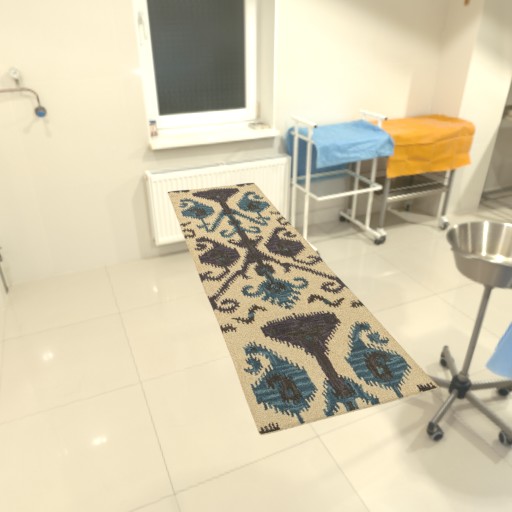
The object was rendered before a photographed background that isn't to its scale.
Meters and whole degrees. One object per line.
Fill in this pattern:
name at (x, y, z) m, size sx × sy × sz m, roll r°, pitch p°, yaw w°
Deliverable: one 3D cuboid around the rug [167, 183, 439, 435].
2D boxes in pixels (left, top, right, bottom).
rug at (0.000, 0.000, 2.490) m, size 0.692 × 0.017 × 2.301 m, roll -9°, pitch 30°, yaw -15°
